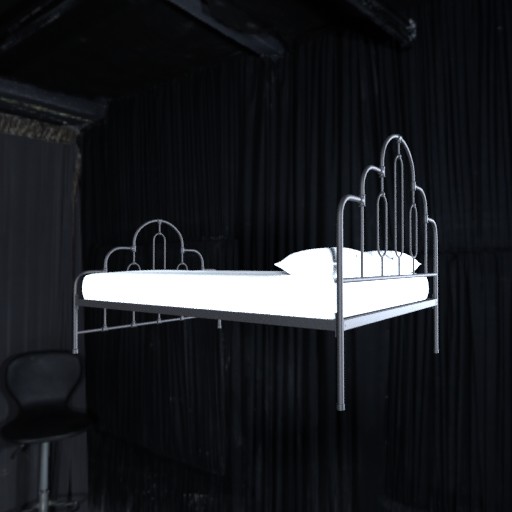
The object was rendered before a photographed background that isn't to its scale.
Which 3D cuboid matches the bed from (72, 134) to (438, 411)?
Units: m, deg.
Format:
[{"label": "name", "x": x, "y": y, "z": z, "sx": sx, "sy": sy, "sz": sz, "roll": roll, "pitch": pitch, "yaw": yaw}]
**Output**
[{"label": "bed", "x": 0.000, "y": 0.000, "z": 3.279, "sx": 2.163, "sy": 1.429, "sz": 1.640, "roll": -1, "pitch": -1, "yaw": 37}]
